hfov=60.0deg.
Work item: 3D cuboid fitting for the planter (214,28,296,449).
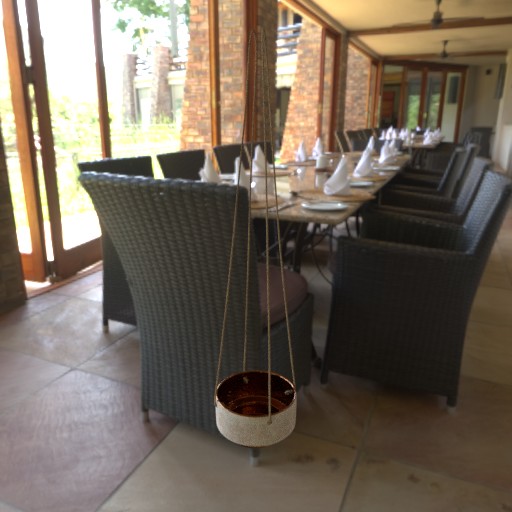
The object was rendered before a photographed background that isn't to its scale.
[{"bbox_3d":[0.000,0.000,1.110,0.223,1.030,0.223,8,18,26],"label":"planter"}]
